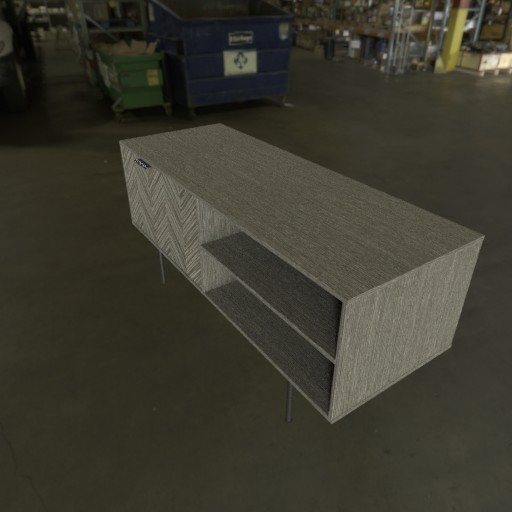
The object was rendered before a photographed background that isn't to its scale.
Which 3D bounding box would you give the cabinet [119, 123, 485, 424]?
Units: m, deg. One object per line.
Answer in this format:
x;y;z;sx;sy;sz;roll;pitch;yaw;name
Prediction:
0.000;0.000;1.604;0.500;0.599;1.300;-20;36;-29;cabinet
